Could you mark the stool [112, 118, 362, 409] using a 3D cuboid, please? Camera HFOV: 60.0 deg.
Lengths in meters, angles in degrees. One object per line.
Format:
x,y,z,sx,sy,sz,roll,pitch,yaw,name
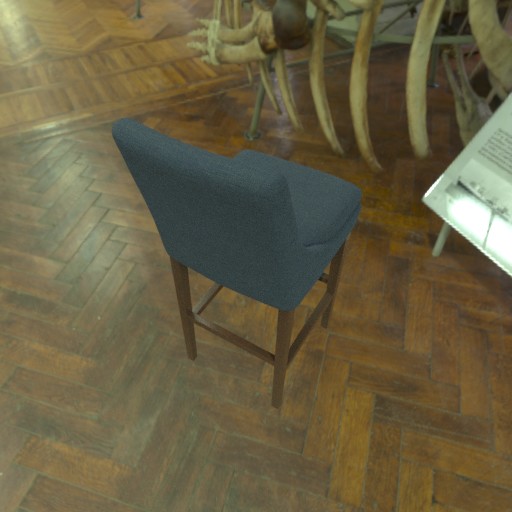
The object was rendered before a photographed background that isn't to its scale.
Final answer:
0.000,0.000,1.412,0.470,1.078,0.577,24,51,21,stool
